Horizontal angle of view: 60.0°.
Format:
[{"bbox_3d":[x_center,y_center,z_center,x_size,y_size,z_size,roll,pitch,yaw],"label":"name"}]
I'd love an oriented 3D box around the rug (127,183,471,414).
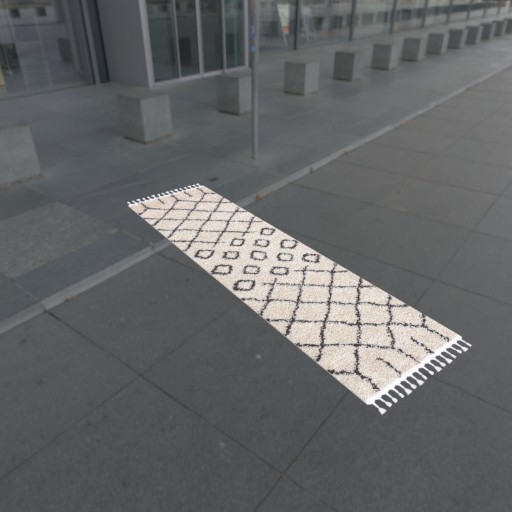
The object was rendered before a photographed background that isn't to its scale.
[{"bbox_3d":[0.000,0.000,2.709,0.660,0.005,2.464,-21,37,-31],"label":"rug"}]
